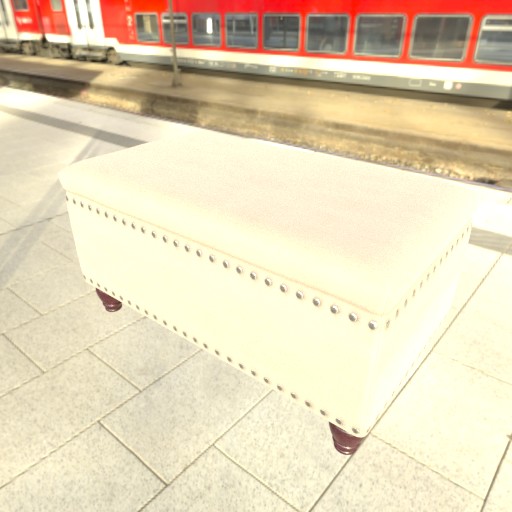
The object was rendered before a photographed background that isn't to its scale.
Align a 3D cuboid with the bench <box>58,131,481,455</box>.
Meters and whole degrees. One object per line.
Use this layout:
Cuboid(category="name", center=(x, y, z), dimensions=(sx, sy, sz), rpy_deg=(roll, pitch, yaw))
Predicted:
Cuboid(category="bench", center=(0.000, 0.000, 1.142), dimensions=(0.887, 0.449, 0.500), rpy_deg=(21, 35, 33))
